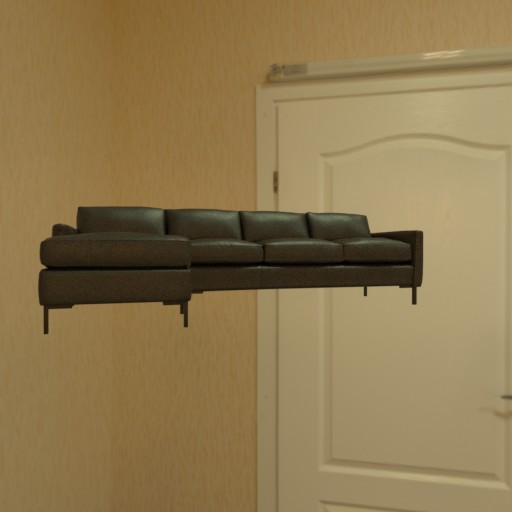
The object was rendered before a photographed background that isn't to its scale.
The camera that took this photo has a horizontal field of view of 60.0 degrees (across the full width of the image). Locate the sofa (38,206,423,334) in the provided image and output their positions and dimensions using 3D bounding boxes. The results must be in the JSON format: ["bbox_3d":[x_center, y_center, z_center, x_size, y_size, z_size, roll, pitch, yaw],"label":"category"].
[{"bbox_3d":[0.000,0.000,3.562,2.993,0.859,1.471,0,0,-17],"label":"sofa"}]
